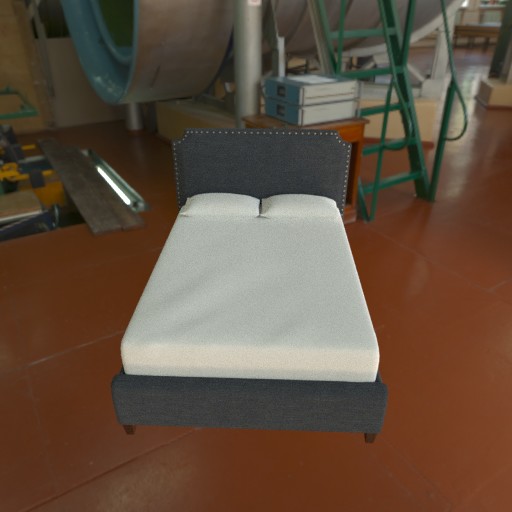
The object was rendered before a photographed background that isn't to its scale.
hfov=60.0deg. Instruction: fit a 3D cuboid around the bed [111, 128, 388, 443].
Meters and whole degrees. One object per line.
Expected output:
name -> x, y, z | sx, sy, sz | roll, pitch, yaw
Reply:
bed -> 0.000, 0.000, 3.541 | 1.713, 1.443, 2.372 | 1, 30, 2
